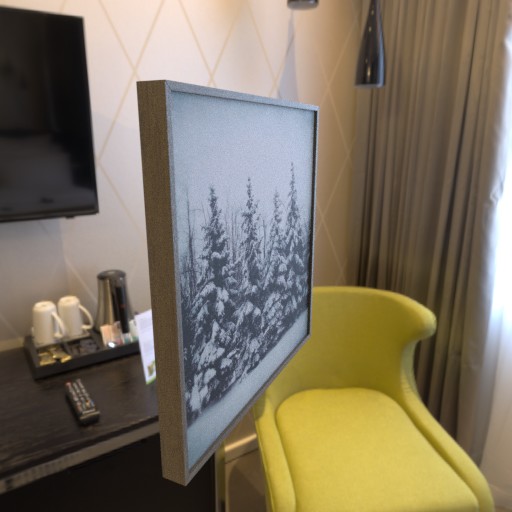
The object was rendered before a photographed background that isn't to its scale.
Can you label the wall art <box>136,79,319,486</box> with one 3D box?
[{"bbox_3d":[0.000,0.000,0.751,0.037,0.507,0.507,7,17,25],"label":"wall art"}]
